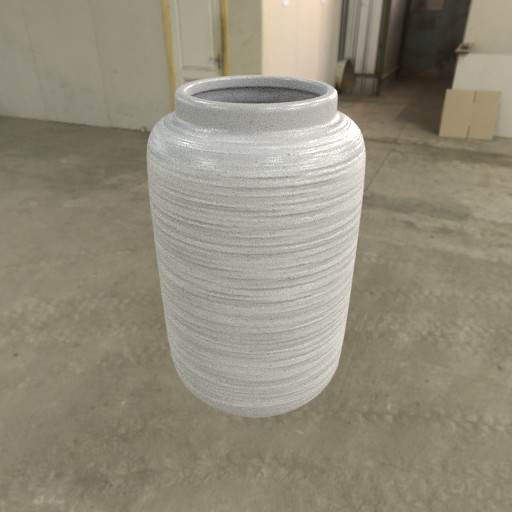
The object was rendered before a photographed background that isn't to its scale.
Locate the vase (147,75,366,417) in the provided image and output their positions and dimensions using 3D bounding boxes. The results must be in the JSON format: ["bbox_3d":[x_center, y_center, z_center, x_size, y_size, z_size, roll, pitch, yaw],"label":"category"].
[{"bbox_3d":[0.000,0.000,0.465,0.202,0.335,0.202,0,31,0],"label":"vase"}]
